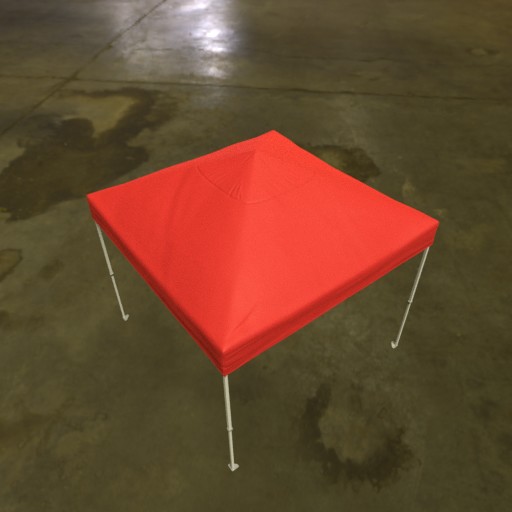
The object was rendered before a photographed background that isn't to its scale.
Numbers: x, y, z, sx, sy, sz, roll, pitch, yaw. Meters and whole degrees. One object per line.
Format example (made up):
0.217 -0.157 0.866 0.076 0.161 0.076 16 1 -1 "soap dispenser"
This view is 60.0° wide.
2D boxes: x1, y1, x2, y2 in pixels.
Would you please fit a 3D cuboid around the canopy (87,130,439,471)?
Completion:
0.000 0.000 5.715 2.998 2.997 2.996 -27 48 -27 "canopy"
